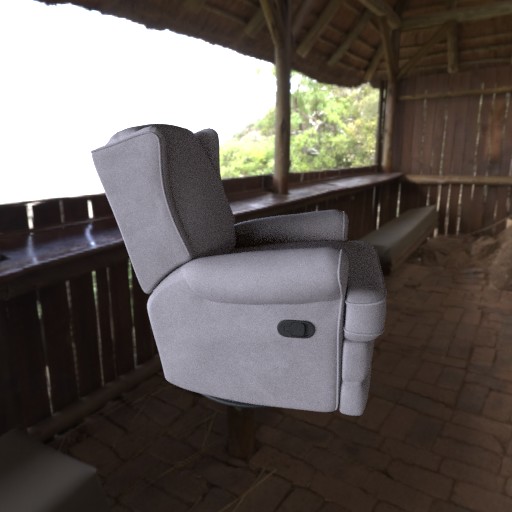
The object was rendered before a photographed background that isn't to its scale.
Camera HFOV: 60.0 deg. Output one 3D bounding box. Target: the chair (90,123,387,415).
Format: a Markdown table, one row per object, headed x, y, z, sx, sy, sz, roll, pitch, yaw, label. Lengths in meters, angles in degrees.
| x | y | z | sx | sy | sz | roll | pitch | yaw | label |
| --- | --- | --- | --- | --- | --- | --- | --- | --- | --- |
| 0.000 | 0.000 | 1.761 | 0.969 | 1.011 | 0.847 | 3 | 16 | 11 | chair |
